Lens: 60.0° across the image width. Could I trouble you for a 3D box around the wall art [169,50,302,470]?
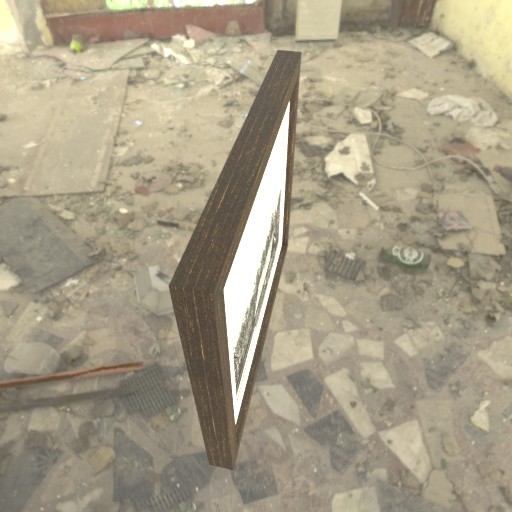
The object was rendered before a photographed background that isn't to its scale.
[{"bbox_3d":[0.000,0.000,0.529,0.031,0.330,0.381,9,47,8],"label":"wall art"}]
